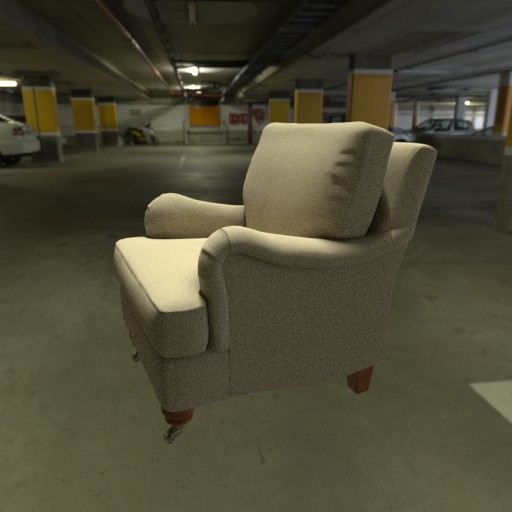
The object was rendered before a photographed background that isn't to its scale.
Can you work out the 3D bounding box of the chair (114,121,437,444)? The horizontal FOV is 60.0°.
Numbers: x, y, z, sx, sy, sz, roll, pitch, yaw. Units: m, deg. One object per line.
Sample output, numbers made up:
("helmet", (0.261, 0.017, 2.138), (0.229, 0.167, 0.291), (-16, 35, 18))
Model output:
("chair", (0.000, 0.000, 1.860), (1.078, 1.076, 0.895), (-8, 18, -24))
